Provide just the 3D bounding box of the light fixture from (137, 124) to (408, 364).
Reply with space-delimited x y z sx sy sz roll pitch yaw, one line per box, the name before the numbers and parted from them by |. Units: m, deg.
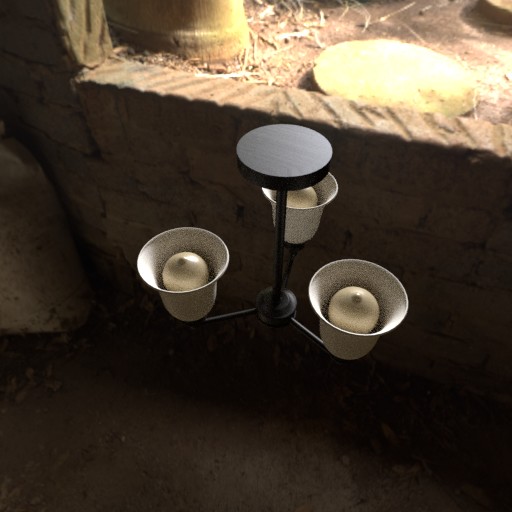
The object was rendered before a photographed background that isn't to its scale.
light fixture | 0.000 0.000 0.685 0.354 0.370 0.388 -10 47 -10
